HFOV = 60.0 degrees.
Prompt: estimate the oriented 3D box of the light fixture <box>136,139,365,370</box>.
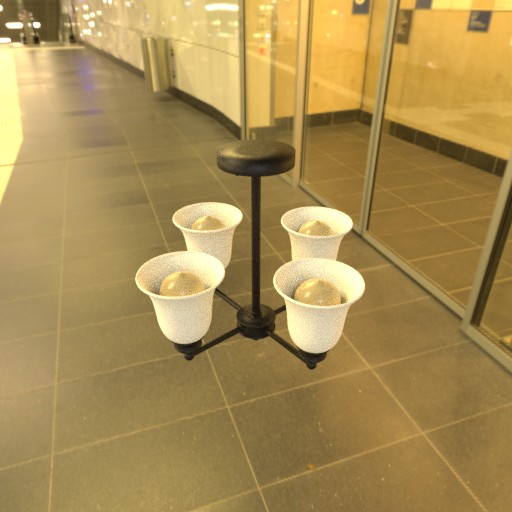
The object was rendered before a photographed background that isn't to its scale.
[{"bbox_3d":[0.000,0.000,1.909,1.069,0.925,1.069,-22,36,-33],"label":"light fixture"}]
